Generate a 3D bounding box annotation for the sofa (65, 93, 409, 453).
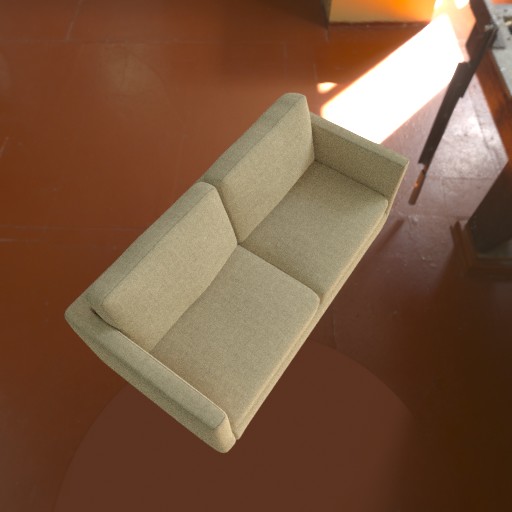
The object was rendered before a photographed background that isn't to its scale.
[{"bbox_3d":[0.000,0.000,2.565,0.950,0.963,1.884,31,64,17],"label":"sofa"}]
